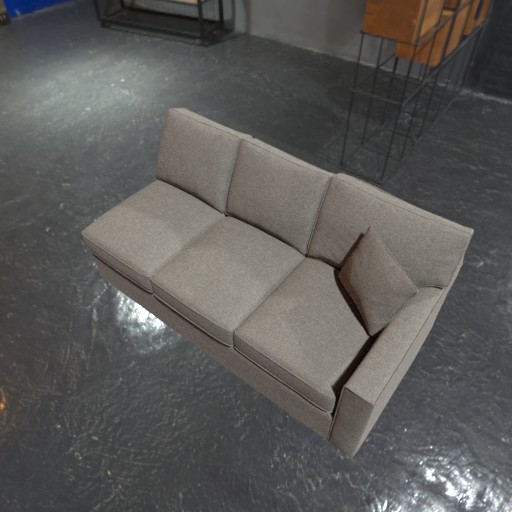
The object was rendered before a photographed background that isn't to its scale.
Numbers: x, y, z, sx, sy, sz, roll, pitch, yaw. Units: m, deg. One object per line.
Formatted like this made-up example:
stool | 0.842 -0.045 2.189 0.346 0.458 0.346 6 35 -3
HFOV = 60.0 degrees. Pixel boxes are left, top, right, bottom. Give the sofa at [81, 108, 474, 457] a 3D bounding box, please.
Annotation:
sofa | 0.000 0.000 2.552 1.963 0.946 1.034 29 53 25
